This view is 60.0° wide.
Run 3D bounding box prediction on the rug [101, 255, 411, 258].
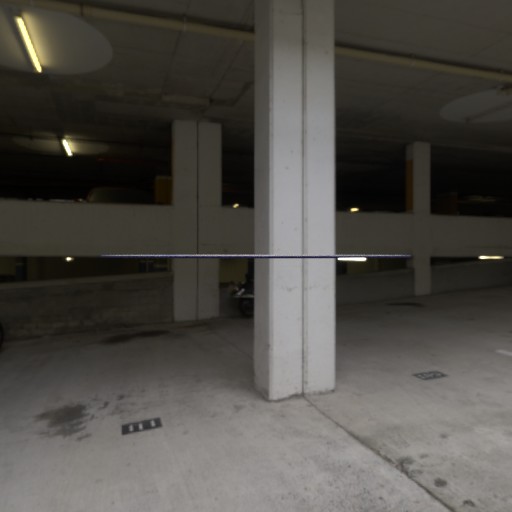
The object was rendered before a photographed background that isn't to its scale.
[{"bbox_3d":[0.000,0.000,2.409,1.591,0.010,1.591,0,0,0],"label":"rug"}]
